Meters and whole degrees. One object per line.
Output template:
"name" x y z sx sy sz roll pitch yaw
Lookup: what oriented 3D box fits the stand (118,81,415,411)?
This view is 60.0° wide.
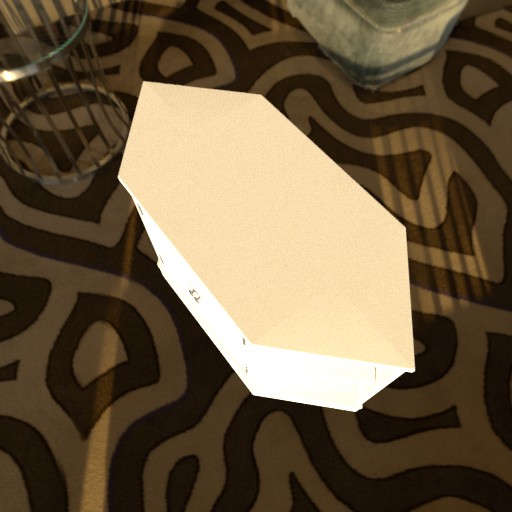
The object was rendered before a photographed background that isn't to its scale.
"stand" 0.000 0.000 1.382 0.477 0.614 1.072 -35 68 -16
